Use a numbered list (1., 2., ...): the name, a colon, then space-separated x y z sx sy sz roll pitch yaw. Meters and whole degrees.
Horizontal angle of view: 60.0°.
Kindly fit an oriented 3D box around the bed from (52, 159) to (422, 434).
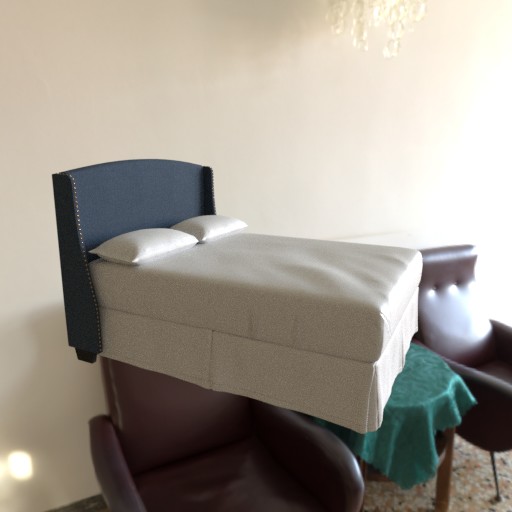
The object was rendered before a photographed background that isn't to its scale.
1. bed: 0.000 0.000 3.334 2.237 1.407 1.710 7 15 26
